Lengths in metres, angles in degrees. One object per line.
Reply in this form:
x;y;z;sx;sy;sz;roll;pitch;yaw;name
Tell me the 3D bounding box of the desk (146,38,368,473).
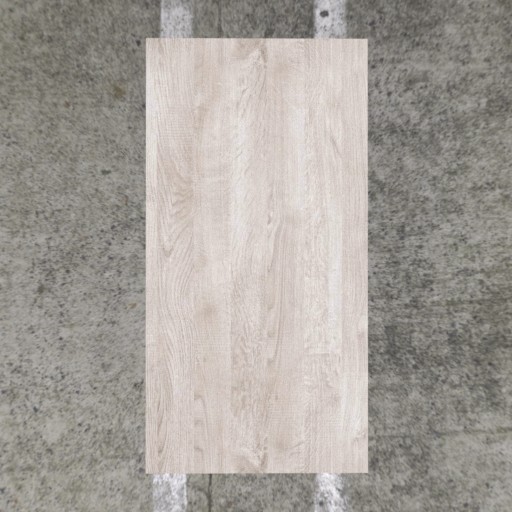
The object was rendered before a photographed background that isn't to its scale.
0.000;0.000;1.485;0.560;0.735;1.097;0;90;0;desk
